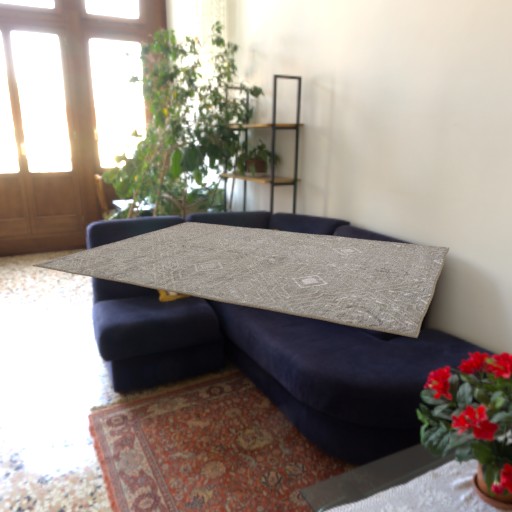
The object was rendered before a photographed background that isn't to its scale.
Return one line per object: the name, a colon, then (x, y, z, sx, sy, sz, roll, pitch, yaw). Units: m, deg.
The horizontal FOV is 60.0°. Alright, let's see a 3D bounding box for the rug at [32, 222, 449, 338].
rug: (0.000, 0.000, 4.367, 3.359, 0.020, 2.448, 7, 17, 26)
